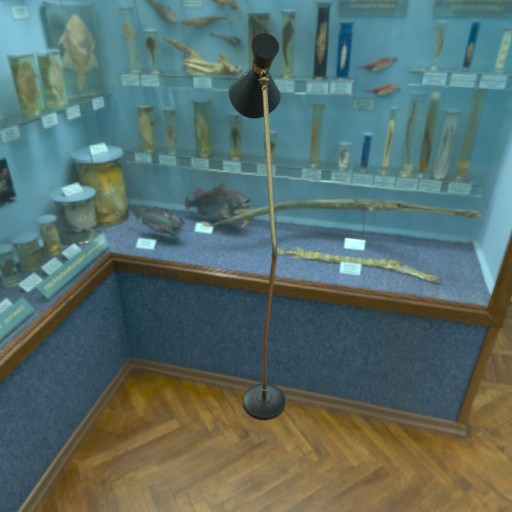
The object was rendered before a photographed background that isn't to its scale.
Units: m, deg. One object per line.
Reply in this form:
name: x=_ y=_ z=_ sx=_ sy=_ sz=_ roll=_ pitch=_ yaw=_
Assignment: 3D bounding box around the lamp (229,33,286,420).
lamp: x=0.000 y=0.000 z=1.605 sx=0.277 sy=1.438 sz=0.467 roll=9 pitch=32 yaw=15
